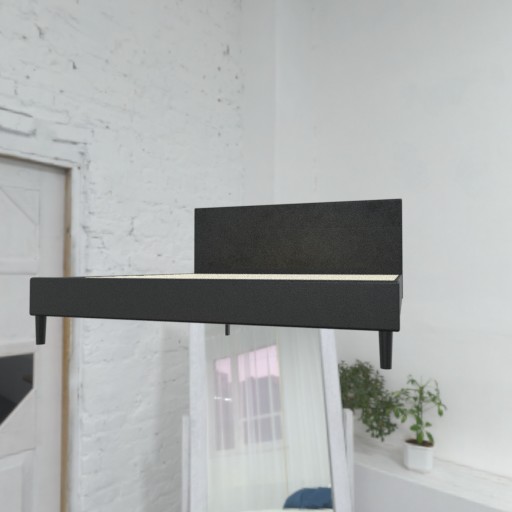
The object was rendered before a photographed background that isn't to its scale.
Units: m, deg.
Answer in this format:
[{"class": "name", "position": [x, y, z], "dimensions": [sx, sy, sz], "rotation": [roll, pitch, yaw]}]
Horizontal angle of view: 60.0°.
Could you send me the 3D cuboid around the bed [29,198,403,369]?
[{"class": "bed", "position": [0.000, 0.000, 3.234], "dimensions": [2.018, 1.046, 2.152], "rotation": [0, -2, 19]}]
